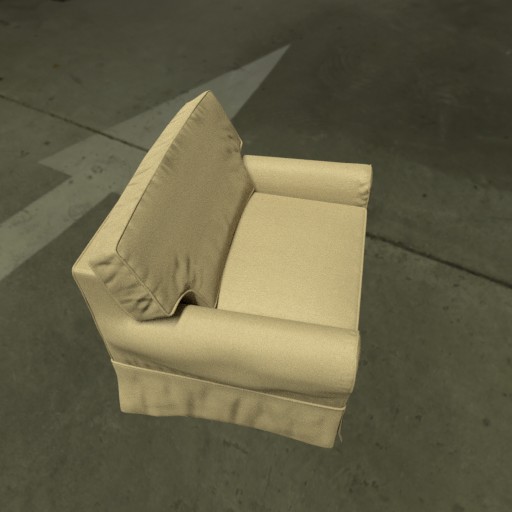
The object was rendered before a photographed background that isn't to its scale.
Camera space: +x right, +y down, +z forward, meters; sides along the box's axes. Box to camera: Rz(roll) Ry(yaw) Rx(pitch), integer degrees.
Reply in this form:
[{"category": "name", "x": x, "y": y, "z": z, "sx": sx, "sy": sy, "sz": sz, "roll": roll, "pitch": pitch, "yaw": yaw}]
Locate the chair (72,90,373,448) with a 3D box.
[{"category": "chair", "x": 0.000, "y": 0.000, "z": 1.781, "sx": 0.903, "sy": 0.937, "sz": 1.096, "roll": 9, "pitch": 47, "yaw": 9}]
